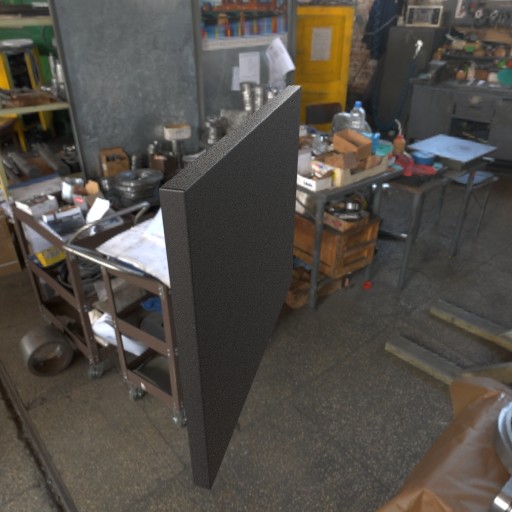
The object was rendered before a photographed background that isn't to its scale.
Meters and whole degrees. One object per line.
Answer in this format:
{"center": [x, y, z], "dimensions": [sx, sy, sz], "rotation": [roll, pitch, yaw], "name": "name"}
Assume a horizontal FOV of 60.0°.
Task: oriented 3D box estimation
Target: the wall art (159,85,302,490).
{"center": [0.000, 0.000, 0.749], "dimensions": [0.031, 0.457, 0.558], "rotation": [8, 32, 14], "name": "wall art"}
